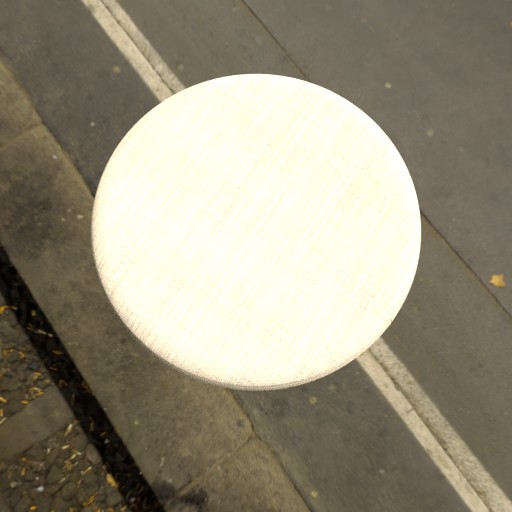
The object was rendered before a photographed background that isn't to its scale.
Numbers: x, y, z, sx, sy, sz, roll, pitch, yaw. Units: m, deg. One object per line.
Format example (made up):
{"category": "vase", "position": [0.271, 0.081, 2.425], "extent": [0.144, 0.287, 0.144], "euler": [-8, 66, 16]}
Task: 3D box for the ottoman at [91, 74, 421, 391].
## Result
{"category": "ottoman", "position": [0.000, 0.000, 0.717], "extent": [0.400, 0.406, 0.400], "euler": [0, 76, 0]}
